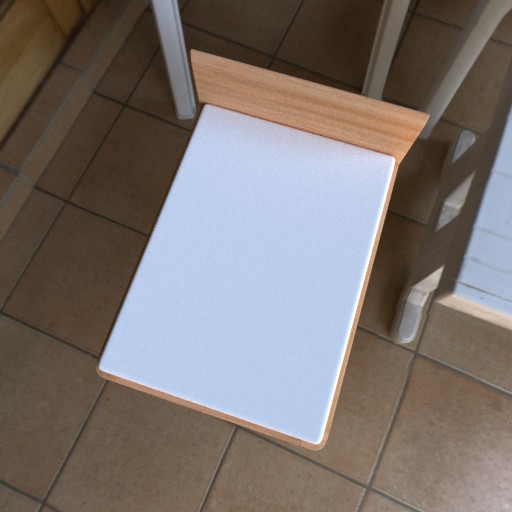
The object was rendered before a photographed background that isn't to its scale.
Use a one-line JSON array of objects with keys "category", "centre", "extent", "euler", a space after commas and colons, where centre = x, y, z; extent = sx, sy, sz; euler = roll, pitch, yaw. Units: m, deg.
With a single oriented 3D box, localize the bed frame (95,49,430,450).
[{"category": "bed frame", "centre": [0.000, 0.000, 2.815], "extent": [1.472, 0.940, 1.992], "euler": [17, 75, 5]}]
